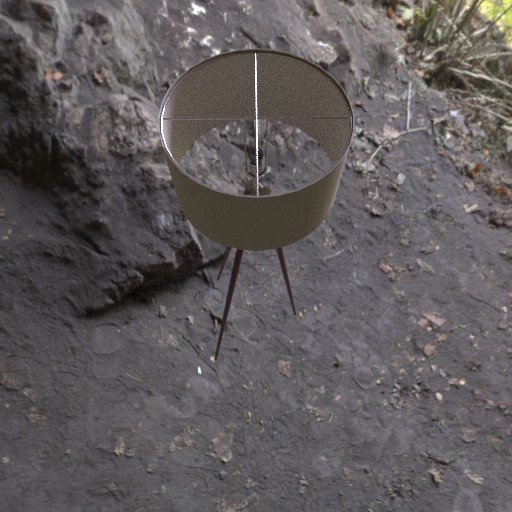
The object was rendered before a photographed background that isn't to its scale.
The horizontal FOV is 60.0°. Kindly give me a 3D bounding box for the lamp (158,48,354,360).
[{"bbox_3d":[0.000,0.000,1.786,0.483,1.553,0.483,-1,64,0],"label":"lamp"}]
